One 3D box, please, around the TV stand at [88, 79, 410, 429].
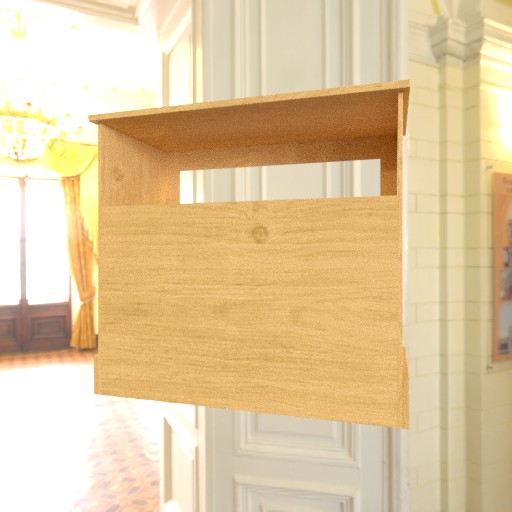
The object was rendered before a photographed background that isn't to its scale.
[{"bbox_3d":[0.000,0.000,1.317,0.851,0.787,0.430,0,0,17],"label":"TV stand"}]
